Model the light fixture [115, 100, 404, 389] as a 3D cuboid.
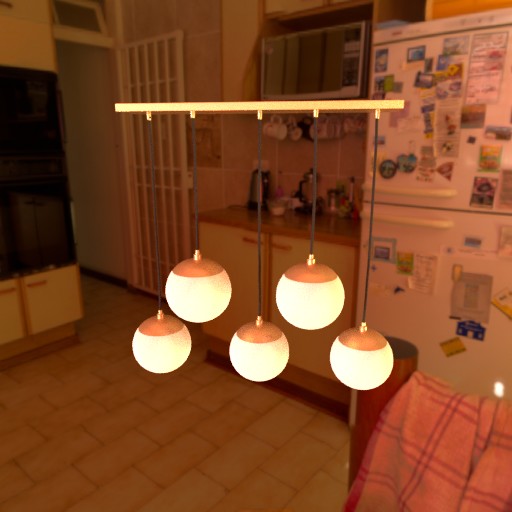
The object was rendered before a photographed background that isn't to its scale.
[{"bbox_3d":[0.000,0.000,1.338,0.863,0.869,0.299,2,15,9],"label":"light fixture"}]
